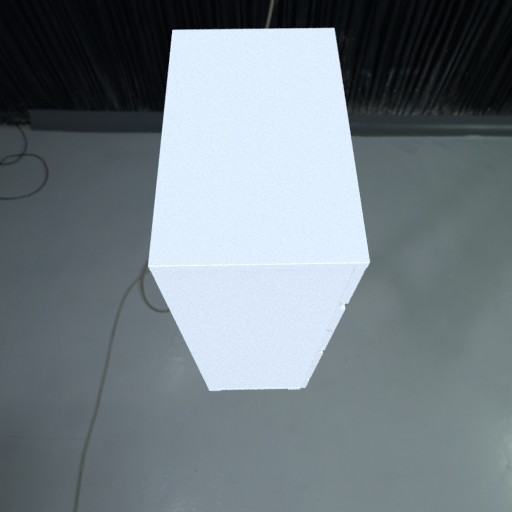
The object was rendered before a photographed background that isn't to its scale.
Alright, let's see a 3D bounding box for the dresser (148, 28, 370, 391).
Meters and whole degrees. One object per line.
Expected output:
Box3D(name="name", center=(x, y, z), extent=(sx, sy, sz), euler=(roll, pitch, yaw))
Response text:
Box3D(name="dresser", center=(0.000, 0.000, 1.476), extent=(0.400, 1.190, 0.650), euler=(-1, 63, 0))
